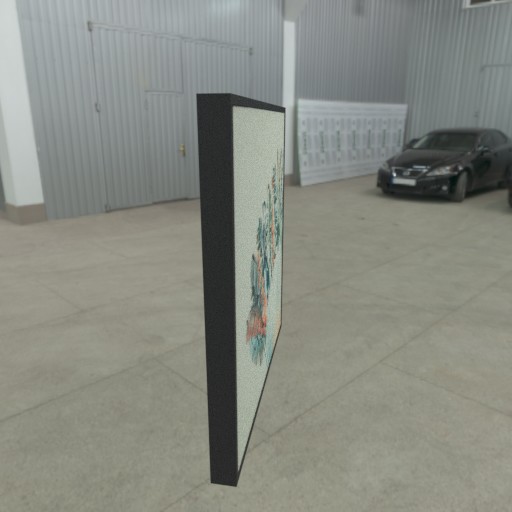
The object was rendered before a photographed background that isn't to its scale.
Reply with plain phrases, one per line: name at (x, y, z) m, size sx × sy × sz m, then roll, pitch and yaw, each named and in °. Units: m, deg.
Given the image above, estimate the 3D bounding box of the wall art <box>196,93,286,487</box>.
wall art at (0.000, 0.000, 0.776) m, size 0.037 × 0.507 × 0.509 m, roll 3°, pitch 17°, yaw 10°
